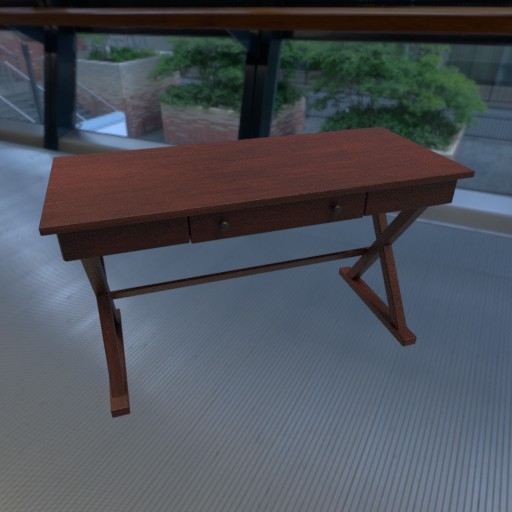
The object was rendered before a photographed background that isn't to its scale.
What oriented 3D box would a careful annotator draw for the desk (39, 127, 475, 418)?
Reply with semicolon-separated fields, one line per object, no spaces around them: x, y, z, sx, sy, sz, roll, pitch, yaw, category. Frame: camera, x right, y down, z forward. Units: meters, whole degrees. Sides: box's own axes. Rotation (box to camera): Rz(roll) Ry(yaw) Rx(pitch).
0.000;0.000;1.762;1.372;0.761;0.600;-9;32;-15;desk
